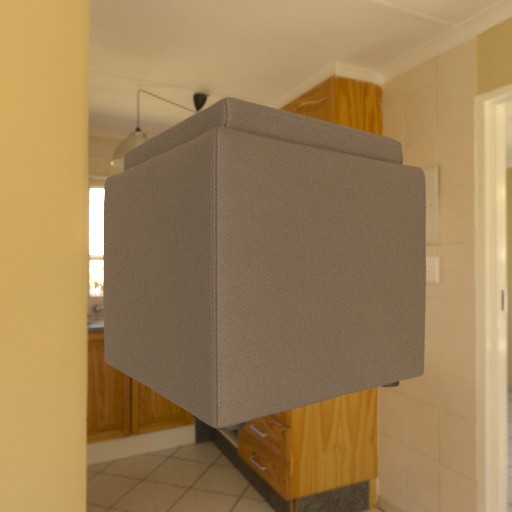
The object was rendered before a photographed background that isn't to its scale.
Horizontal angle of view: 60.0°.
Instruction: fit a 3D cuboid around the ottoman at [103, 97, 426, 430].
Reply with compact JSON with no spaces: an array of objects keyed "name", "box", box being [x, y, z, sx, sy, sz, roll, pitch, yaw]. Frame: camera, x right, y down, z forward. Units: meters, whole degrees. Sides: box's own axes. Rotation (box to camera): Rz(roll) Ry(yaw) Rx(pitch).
[{"name":"ottoman","box":[0.000,0.000,0.837,0.450,0.460,0.451,0,0,-36]}]
